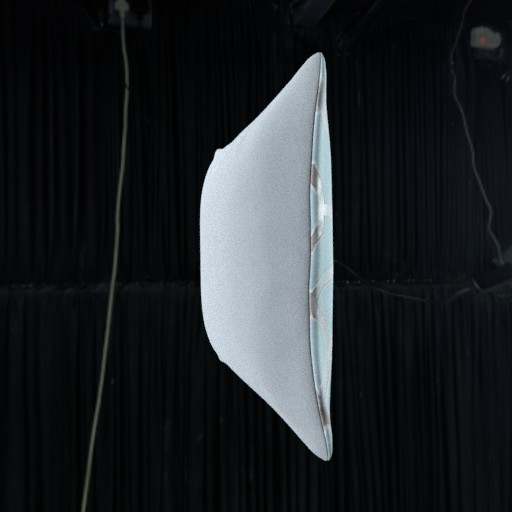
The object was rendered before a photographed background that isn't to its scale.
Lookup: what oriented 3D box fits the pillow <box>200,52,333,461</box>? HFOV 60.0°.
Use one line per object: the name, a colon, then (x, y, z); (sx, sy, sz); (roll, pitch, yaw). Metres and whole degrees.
pillow: (0.000, 0.000, 0.807); (0.166, 0.508, 0.552); (0, 0, -18)
